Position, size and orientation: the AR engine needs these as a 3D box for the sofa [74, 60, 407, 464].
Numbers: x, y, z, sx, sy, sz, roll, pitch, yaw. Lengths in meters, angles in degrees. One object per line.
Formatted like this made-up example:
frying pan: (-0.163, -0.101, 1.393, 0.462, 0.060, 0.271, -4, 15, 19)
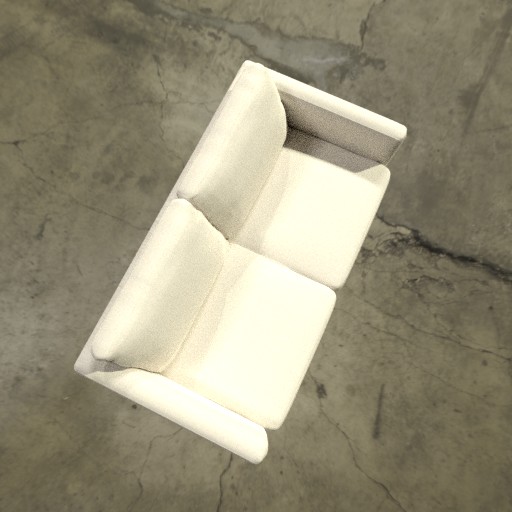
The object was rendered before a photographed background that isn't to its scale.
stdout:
sofa: (0.000, 0.000, 2.265, 0.940, 0.893, 1.713, 25, 78, 6)
